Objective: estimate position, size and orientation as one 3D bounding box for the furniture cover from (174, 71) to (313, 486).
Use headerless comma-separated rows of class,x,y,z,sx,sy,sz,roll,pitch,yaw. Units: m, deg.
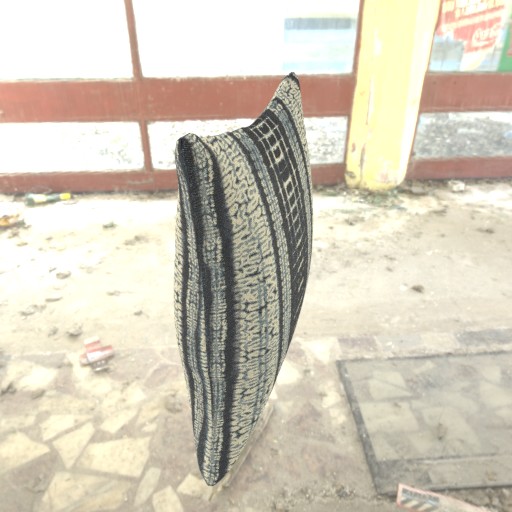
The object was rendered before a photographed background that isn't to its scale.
furniture cover,0.000,0.000,0.621,0.133,0.435,0.425,8,30,14
